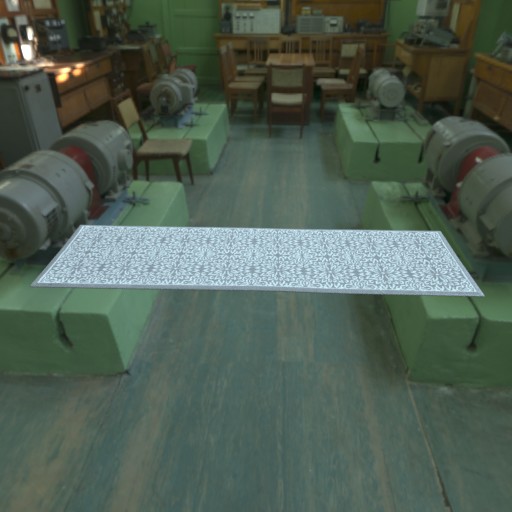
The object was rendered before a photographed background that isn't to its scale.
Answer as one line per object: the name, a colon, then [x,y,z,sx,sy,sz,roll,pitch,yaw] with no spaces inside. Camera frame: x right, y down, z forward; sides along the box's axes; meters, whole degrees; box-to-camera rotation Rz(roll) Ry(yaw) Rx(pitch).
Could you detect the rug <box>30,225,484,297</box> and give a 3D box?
rug: [0.000,0.000,2.418,2.196,0.011,0.662,1,31,2]
